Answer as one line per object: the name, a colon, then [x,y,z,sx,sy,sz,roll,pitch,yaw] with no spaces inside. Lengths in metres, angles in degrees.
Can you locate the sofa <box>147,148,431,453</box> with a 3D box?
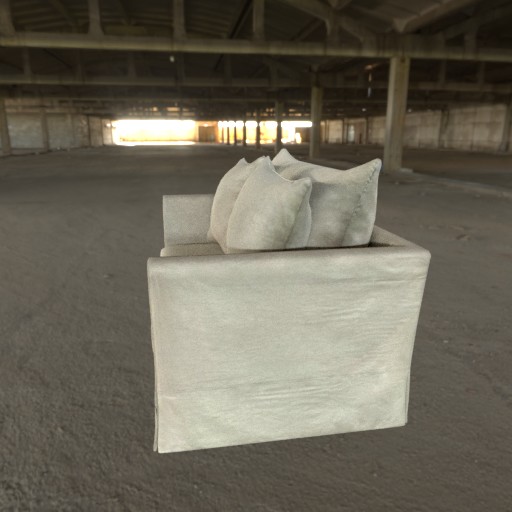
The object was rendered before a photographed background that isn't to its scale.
sofa: [0.000,0.000,2.265,1.035,1.040,1.608,-3,16,-9]
